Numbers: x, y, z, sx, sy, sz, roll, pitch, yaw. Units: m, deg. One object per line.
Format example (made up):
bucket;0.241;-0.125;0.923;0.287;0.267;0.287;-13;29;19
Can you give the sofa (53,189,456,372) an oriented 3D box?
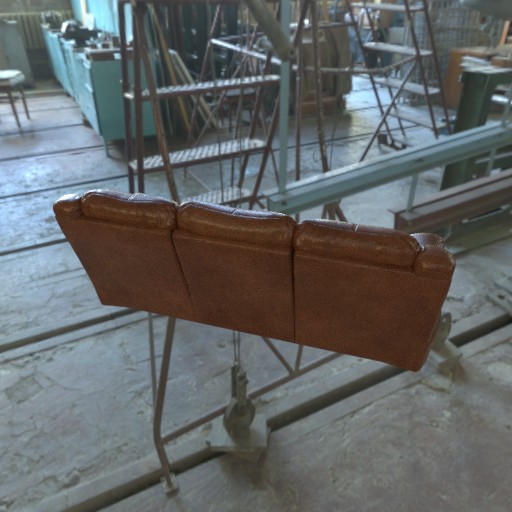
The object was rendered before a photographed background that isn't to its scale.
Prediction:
sofa;0.000;0.000;2.915;2.337;1.043;0.991;9;33;15
